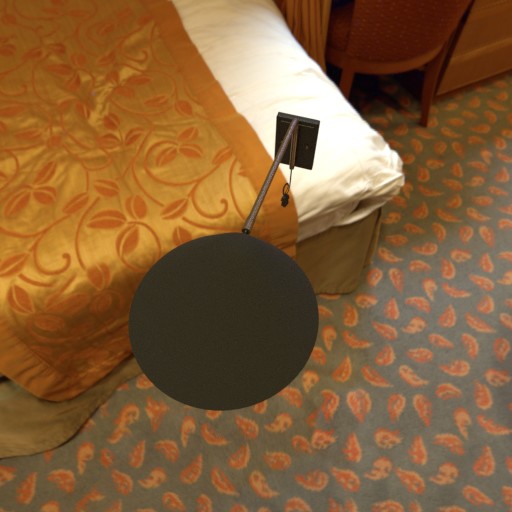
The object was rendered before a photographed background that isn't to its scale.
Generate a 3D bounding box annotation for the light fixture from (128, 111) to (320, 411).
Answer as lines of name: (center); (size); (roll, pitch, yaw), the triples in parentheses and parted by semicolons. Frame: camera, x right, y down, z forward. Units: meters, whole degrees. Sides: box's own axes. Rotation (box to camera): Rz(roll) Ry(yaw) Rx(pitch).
light fixture: (0.000, 0.000, 0.699); (0.240, 0.312, 0.516); (15, 60, 9)
